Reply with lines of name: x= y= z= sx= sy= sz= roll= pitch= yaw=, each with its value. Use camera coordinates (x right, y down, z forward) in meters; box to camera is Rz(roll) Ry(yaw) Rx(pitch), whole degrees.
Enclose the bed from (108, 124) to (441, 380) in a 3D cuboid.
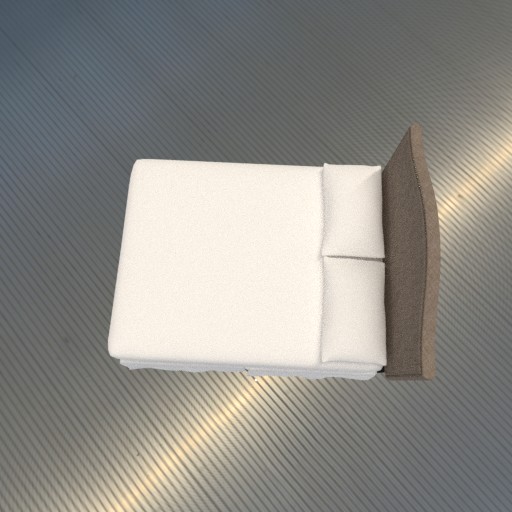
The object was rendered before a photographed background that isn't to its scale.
bed: x=0.000 y=0.000 z=3.287 sx=2.153 sy=1.518 sz=1.713 roll=3 pitch=74 yaw=1
